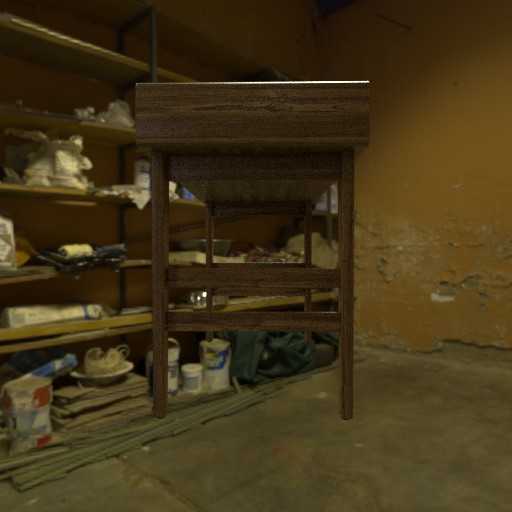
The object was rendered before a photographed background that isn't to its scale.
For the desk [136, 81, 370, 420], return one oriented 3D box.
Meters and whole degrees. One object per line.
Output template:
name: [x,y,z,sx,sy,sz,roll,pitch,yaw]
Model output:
desk: [0.000,0.000,1.487,0.508,0.755,1.067,0,0,1]
